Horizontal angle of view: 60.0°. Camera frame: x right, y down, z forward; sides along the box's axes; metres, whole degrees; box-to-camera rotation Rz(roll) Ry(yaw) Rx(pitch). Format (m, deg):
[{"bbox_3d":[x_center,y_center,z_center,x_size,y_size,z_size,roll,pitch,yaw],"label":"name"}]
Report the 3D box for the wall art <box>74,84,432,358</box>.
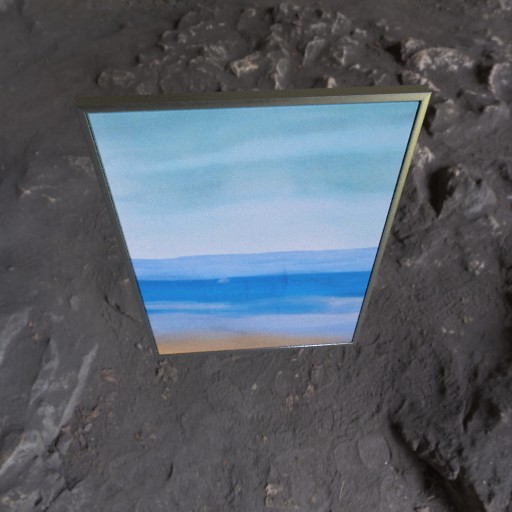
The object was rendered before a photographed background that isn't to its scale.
[{"bbox_3d":[0.000,0.000,1.391,0.803,1.062,0.041,-3,46,-3],"label":"wall art"}]
